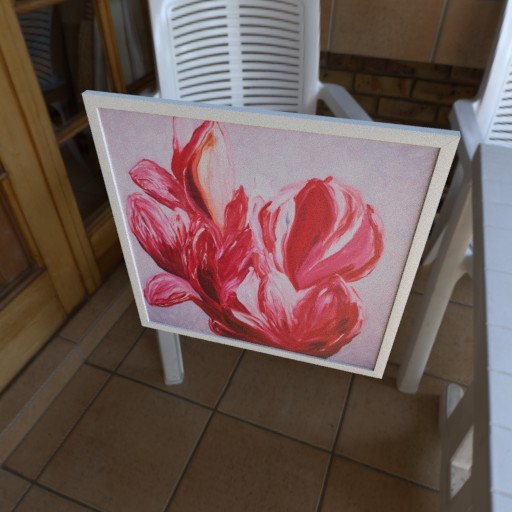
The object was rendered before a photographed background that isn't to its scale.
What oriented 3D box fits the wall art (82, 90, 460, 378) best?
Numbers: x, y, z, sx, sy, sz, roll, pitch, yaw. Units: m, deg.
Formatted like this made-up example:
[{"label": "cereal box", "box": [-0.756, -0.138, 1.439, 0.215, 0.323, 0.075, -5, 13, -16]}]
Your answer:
[{"label": "wall art", "box": [0.000, 0.000, 1.188, 0.805, 0.803, 0.022, 10, 42, 11]}]
